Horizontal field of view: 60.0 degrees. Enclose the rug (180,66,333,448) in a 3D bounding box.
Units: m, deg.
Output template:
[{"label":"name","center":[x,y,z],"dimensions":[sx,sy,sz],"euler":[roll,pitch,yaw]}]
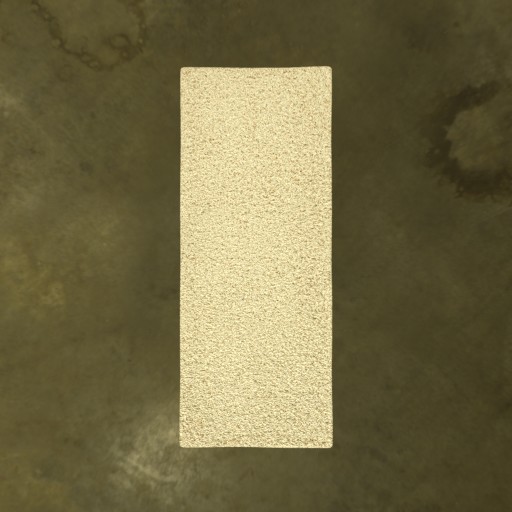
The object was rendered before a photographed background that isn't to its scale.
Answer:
[{"label":"rug","center":[0.000,0.000,1.779],"dimensions":[0.609,0.030,1.524],"euler":[0,89,1]}]
